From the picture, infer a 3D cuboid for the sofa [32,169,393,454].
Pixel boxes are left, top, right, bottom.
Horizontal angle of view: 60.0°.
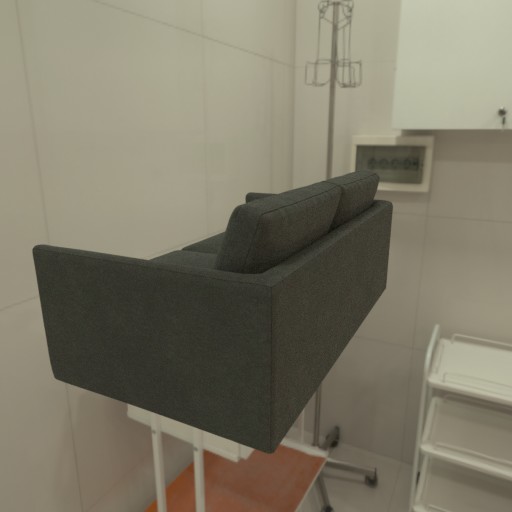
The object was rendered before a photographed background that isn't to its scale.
[{"bbox_3d":[0.000,0.000,2.429,1.091,0.845,1.909,8,17,26],"label":"sofa"}]
